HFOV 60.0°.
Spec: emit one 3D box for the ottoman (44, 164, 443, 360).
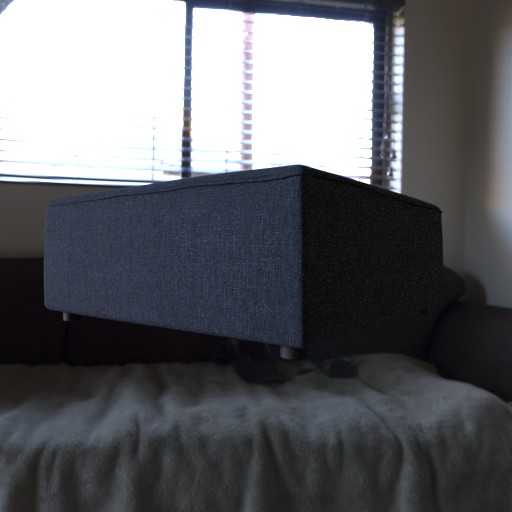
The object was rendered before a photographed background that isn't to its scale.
[{"bbox_3d":[0.000,0.000,1.552,1.017,0.423,1.023,0,1,38],"label":"ottoman"}]
